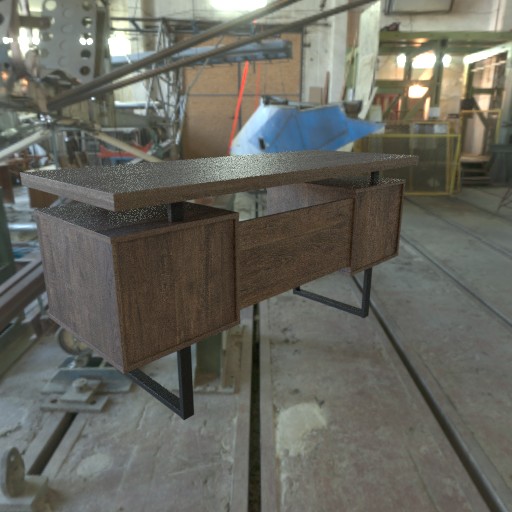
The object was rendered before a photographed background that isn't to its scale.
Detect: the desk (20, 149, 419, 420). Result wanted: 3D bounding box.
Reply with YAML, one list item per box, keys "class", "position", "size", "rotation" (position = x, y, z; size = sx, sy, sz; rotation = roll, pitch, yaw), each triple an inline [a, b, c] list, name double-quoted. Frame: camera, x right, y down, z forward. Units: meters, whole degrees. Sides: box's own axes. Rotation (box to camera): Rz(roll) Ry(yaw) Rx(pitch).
- class: "desk"
  position: [0.000, 0.000, 1.835]
  size: [0.600, 0.760, 1.524]
  rotation: [16, 24, 42]
